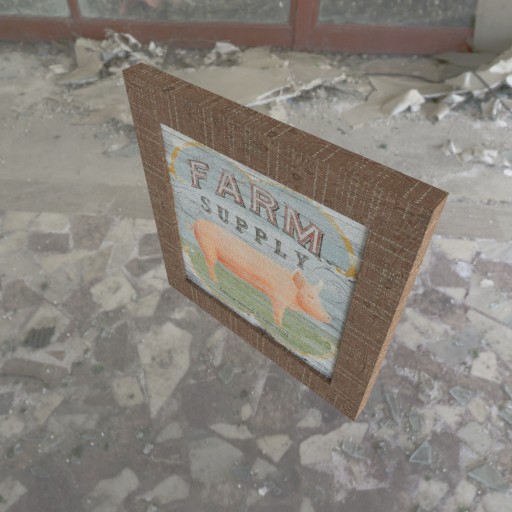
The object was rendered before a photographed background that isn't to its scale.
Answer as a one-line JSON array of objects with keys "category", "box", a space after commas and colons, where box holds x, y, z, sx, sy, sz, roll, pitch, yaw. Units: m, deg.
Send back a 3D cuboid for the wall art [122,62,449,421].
[{"category": "wall art", "box": [0.000, 0.000, 0.792, 0.531, 0.531, 0.040, 32, 54, 27]}]
